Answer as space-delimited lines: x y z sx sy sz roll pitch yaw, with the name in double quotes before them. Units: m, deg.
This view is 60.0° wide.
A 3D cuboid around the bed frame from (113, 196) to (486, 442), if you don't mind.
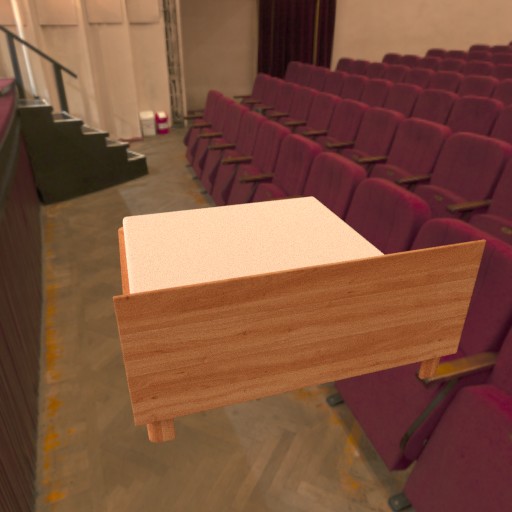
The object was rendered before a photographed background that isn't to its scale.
"bed frame" 0.000 0.000 3.170 1.872 0.940 2.092 -8 29 -15
